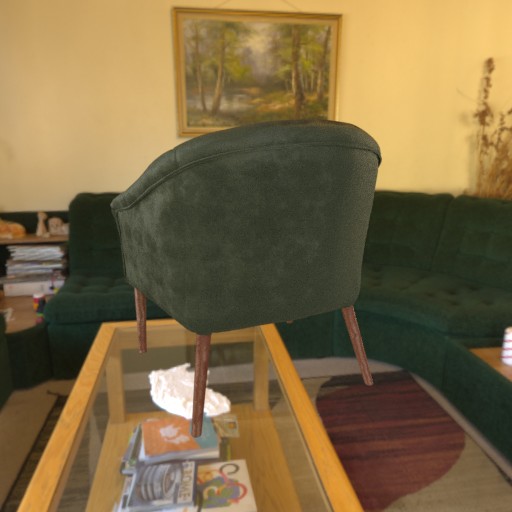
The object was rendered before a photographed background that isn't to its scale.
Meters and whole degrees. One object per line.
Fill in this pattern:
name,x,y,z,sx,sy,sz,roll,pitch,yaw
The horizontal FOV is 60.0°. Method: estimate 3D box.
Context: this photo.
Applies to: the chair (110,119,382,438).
chair,0.000,0.000,1.541,0.851,0.885,0.776,-7,16,-25
